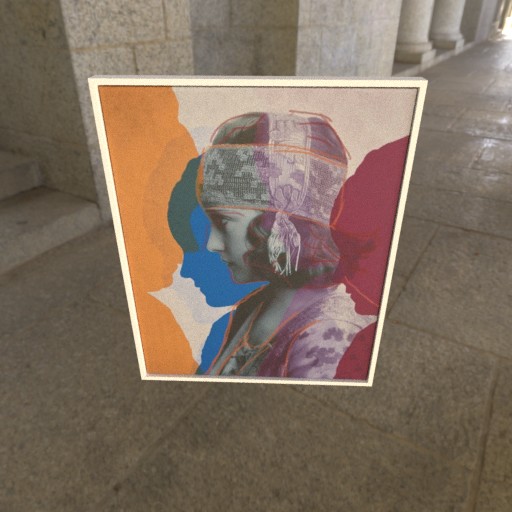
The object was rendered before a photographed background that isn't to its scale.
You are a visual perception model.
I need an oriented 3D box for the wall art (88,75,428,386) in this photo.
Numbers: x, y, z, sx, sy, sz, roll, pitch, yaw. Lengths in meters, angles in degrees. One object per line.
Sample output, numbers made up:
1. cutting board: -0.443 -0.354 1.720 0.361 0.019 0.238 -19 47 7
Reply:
1. wall art: 0.000 0.000 0.727 0.443 0.549 0.030 1 30 2
